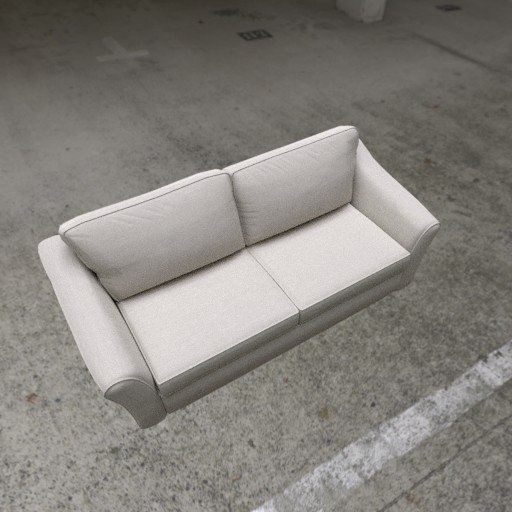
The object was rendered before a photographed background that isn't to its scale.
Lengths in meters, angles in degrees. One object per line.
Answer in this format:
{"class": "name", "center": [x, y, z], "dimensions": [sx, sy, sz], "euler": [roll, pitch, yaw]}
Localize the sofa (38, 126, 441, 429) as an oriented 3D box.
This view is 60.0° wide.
{"class": "sofa", "center": [0.000, 0.000, 2.762], "dimensions": [2.270, 0.965, 0.980], "euler": [-24, 51, -21]}
